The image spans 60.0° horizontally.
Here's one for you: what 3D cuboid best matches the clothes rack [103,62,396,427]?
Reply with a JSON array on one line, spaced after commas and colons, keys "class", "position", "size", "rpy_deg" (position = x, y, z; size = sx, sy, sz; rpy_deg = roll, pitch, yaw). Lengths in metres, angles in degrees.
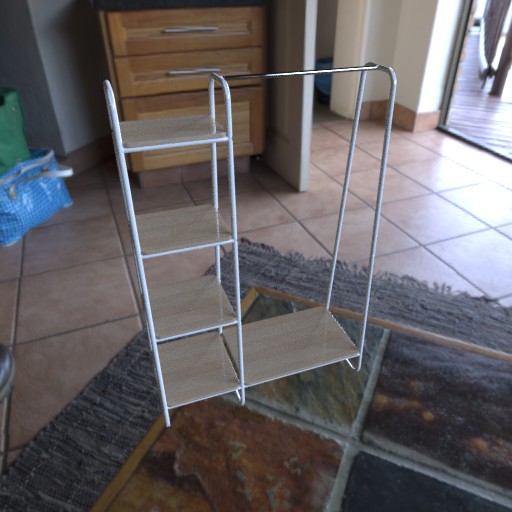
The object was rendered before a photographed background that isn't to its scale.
[{"class": "clothes rack", "position": [0.000, 0.000, 1.935], "size": [1.011, 1.500, 0.400], "rpy_deg": [-11, 35, -16]}]
